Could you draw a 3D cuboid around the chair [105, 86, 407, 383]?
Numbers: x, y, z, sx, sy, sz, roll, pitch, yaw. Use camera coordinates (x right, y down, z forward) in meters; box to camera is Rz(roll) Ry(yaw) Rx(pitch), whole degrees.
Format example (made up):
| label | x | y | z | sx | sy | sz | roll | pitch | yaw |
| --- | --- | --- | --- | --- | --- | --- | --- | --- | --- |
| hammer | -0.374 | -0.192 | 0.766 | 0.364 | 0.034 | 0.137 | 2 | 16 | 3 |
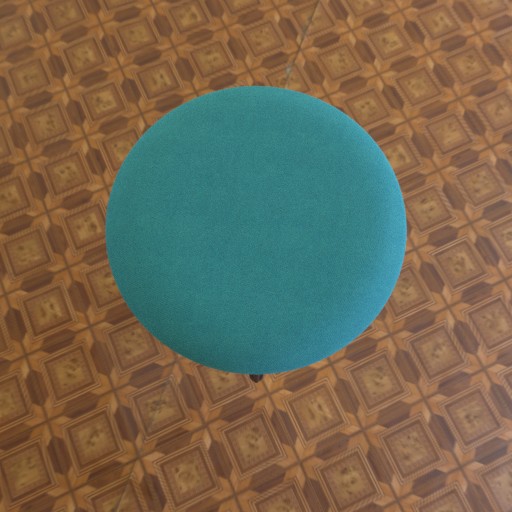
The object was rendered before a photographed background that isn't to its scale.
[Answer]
| label | x | y | z | sx | sy | sz | roll | pitch | yaw |
| --- | --- | --- | --- | --- | --- | --- | --- | --- | --- |
| chair | 0.000 | 0.000 | 0.685 | 0.350 | 0.430 | 0.350 | 32 | 78 | 8 |
